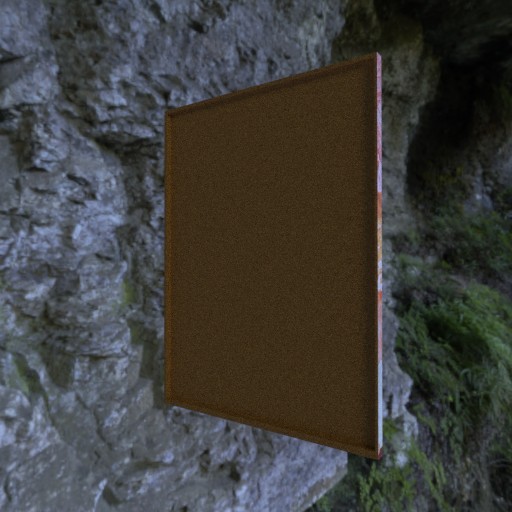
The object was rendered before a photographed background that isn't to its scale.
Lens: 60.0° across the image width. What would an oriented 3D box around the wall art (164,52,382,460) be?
[{"bbox_3d":[0.000,0.000,1.332,0.762,1.015,0.031,0,-1,35],"label":"wall art"}]
